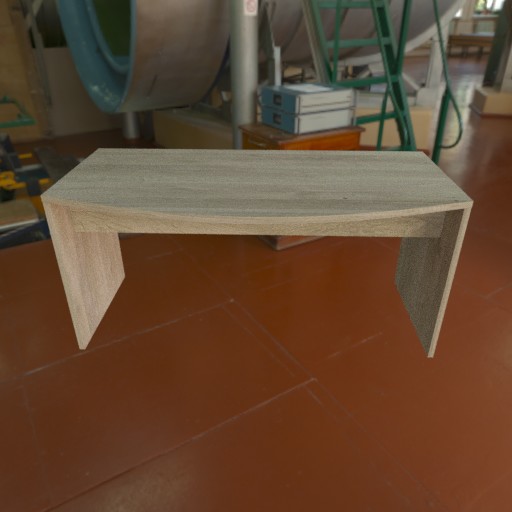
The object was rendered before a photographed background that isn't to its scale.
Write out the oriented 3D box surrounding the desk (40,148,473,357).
[{"bbox_3d":[0.000,0.000,2.024,1.600,0.752,0.802,1,29,2],"label":"desk"}]
